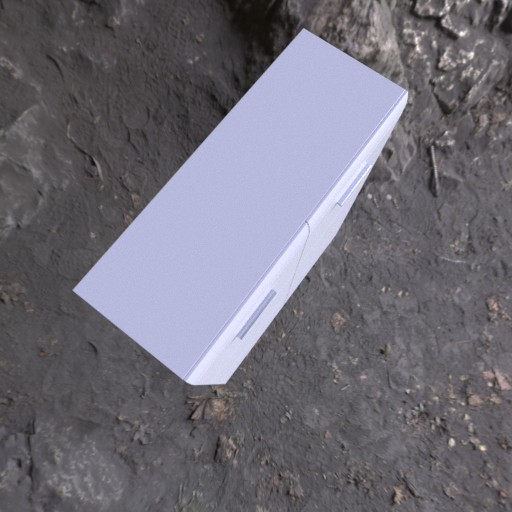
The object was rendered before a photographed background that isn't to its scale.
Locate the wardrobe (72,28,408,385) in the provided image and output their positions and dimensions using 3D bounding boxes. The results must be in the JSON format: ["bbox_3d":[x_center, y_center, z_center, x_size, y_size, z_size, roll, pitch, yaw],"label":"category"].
[{"bbox_3d":[0.000,0.000,1.643,0.360,1.200,0.900,36,77,10],"label":"wardrobe"}]
